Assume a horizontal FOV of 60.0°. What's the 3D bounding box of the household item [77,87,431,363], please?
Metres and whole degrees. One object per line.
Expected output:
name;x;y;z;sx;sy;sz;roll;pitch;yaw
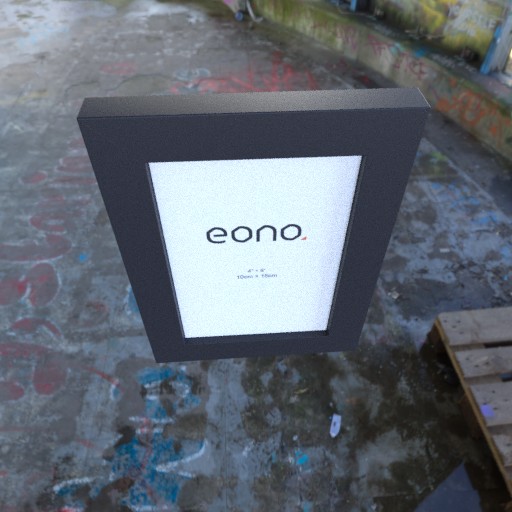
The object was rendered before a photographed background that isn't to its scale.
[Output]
household item;0.000;0.000;0.237;0.133;0.178;0.022;-3;47;-3
